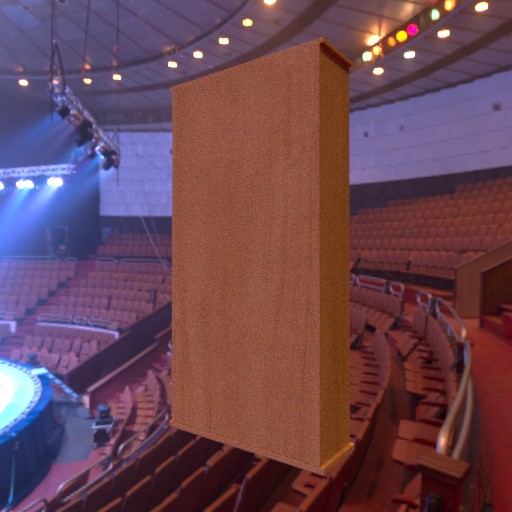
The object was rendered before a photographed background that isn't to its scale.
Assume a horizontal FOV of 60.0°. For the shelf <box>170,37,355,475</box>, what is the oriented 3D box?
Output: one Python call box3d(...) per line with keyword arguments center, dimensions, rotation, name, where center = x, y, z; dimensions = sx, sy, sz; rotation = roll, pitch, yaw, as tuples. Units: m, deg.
box3d(center=(0.000, 0.000, 1.260), dimensions=(0.520, 1.030, 0.175), rotation=(0, 0, 36), name="shelf")
